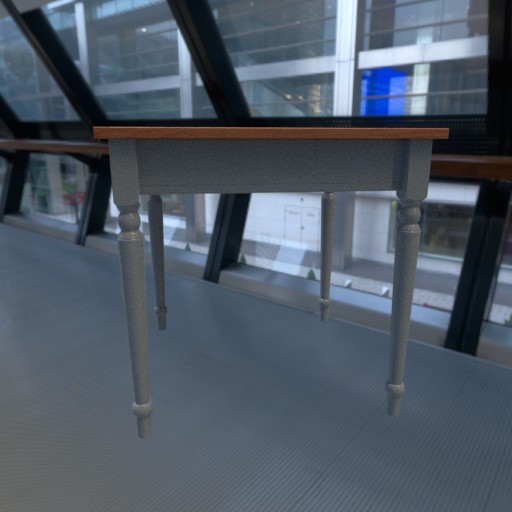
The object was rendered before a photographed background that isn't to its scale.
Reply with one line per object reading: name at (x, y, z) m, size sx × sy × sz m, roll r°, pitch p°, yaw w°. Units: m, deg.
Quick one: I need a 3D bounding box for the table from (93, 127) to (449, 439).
table at (0.000, 0.000, 1.365) m, size 0.747 × 0.738 × 0.747 m, roll -2°, pitch 15°, yaw -8°
